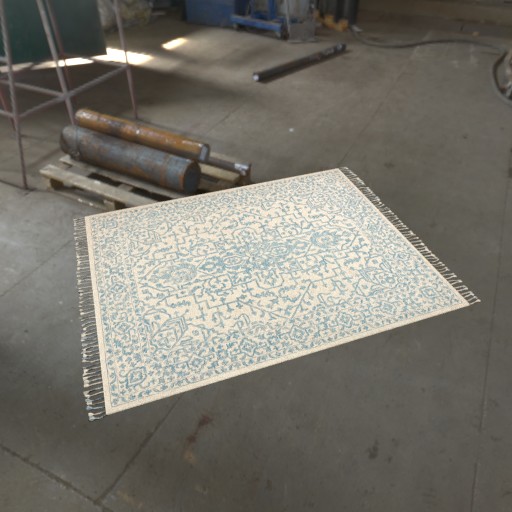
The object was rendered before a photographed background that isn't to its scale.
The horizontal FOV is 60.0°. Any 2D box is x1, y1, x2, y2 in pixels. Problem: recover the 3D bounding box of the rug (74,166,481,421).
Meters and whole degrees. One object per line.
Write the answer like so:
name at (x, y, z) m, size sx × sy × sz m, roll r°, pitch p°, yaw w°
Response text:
rug at (0.000, 0.000, 4.295) m, size 3.327 × 0.010 × 2.464 m, roll -13°, pitch 43°, yaw -15°
